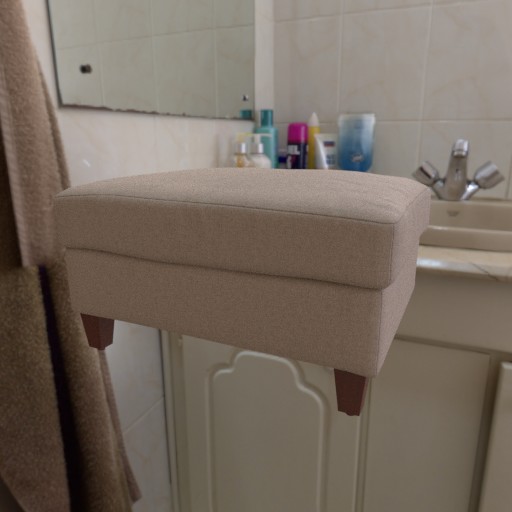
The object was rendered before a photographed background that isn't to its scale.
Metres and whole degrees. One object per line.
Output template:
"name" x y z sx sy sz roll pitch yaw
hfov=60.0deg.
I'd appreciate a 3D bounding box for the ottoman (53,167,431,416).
"ottoman" 0.000 0.000 1.320 0.902 0.511 0.692 7 16 25
